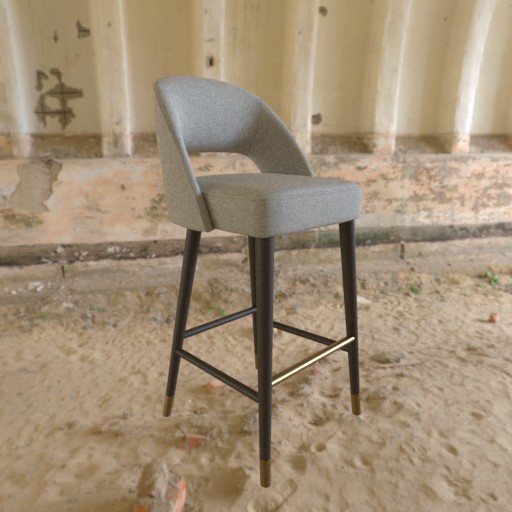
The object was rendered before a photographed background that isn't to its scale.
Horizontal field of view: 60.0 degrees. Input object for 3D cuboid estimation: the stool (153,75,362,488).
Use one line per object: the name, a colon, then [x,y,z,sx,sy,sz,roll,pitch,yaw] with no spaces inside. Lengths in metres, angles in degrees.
stool: [0.000,0.000,1.308,0.509,1.037,0.494,13,19,42]
